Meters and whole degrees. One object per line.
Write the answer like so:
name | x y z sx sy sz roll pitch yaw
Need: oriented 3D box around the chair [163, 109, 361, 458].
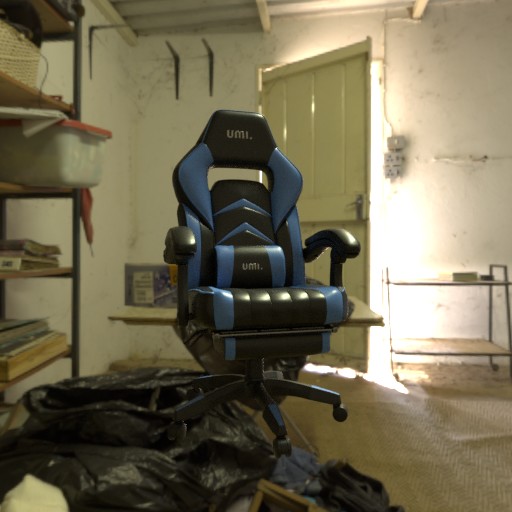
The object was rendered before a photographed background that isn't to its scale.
chair | 0.000 0.000 1.724 0.700 1.280 0.700 0 1 -16
